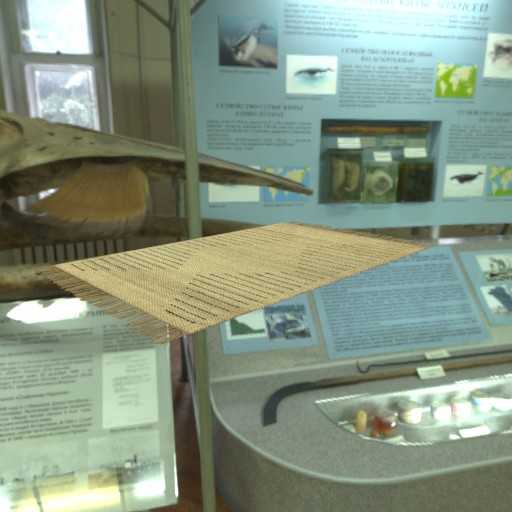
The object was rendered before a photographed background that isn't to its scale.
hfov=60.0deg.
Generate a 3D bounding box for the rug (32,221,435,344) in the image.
[{"bbox_3d":[0.000,0.000,2.574,2.085,0.027,1.224,-14,20,-42],"label":"rug"}]
